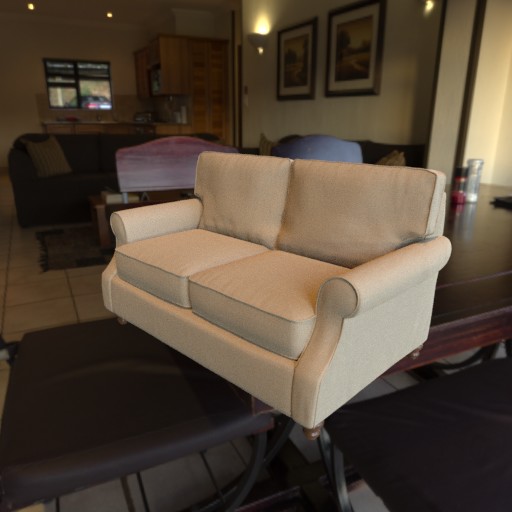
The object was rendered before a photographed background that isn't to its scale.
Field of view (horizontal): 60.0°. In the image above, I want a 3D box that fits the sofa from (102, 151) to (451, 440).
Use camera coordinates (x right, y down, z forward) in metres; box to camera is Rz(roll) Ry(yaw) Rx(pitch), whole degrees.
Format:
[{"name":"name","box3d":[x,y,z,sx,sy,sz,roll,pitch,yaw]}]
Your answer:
[{"name":"sofa","box3d":[0.000,0.000,2.234,1.665,0.937,0.964,16,24,42]}]
